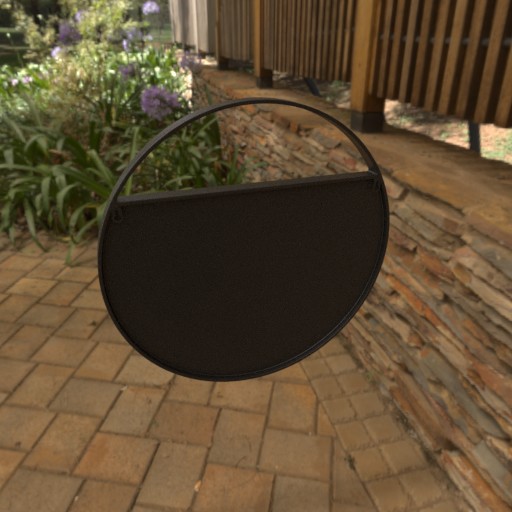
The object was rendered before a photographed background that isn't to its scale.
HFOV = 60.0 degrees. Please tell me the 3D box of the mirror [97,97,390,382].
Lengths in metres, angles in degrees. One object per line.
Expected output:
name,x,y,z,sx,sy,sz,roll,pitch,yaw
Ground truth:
mirror,0.000,0.000,0.838,0.565,0.565,0.032,-9,27,-17
